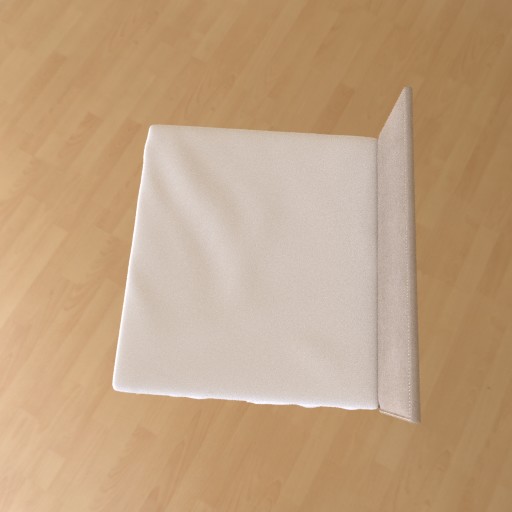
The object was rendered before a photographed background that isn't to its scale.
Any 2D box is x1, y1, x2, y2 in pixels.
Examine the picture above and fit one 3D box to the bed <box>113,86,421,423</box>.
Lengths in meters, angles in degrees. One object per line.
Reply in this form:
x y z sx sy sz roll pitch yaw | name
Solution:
0.000 0.000 3.297 1.914 1.346 2.170 4 75 1 | bed
